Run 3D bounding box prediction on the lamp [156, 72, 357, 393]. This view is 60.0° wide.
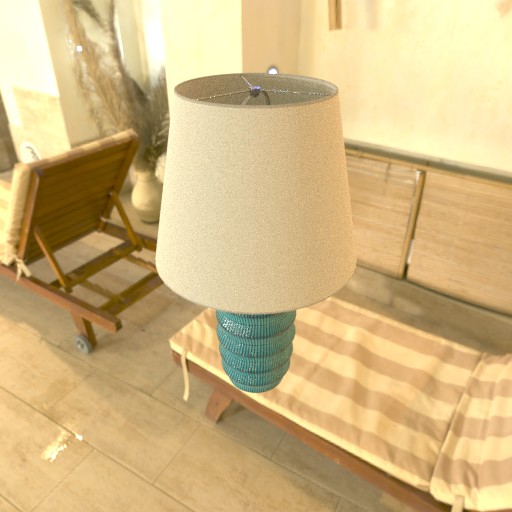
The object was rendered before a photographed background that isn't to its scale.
[{"bbox_3d":[0.000,0.000,0.801,0.355,0.582,0.355,0,32,0],"label":"lamp"}]
